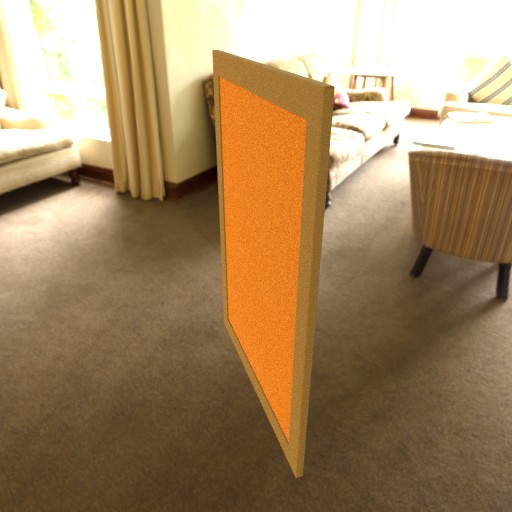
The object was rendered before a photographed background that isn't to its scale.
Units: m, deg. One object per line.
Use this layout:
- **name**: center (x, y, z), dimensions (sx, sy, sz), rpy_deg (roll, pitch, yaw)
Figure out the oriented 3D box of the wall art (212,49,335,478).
- **wall art**: center (0.000, 0.000, 0.658), dimensions (0.012, 0.529, 0.374), rpy_deg (-10, 31, -17)
